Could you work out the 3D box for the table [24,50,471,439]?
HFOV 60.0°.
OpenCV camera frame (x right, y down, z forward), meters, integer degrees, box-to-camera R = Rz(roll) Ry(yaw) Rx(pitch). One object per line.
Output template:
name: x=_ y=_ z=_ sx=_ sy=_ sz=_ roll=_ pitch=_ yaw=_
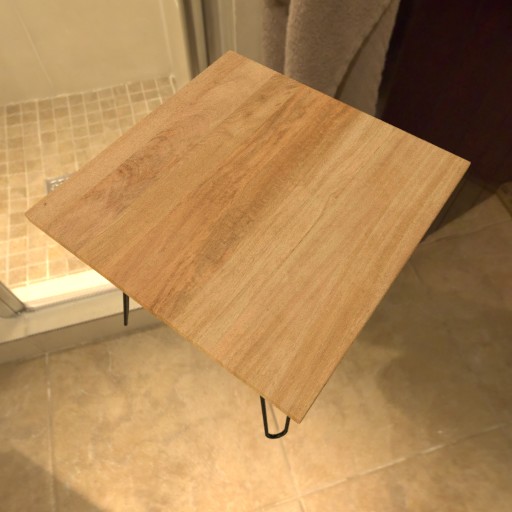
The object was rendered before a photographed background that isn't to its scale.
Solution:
table: x=0.000 y=0.000 z=1.042 sx=0.599 sy=0.500 sz=0.599 roll=32 pitch=64 yaw=18
